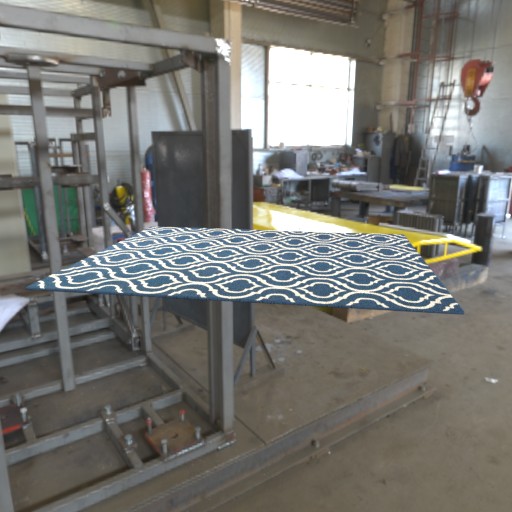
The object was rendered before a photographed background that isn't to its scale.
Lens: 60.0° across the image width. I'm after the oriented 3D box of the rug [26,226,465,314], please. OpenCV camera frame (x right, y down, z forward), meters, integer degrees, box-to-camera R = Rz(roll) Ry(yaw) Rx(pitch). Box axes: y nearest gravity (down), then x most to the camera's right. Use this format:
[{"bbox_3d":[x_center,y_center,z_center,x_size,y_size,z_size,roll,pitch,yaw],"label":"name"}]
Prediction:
[{"bbox_3d":[0.000,0.000,3.935,2.881,0.020,2.270,2,15,9],"label":"rug"}]
